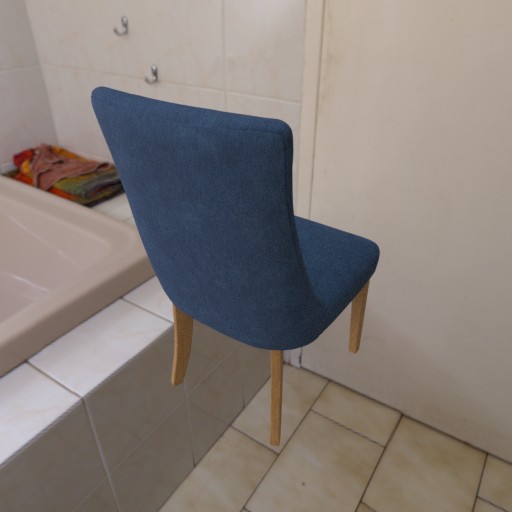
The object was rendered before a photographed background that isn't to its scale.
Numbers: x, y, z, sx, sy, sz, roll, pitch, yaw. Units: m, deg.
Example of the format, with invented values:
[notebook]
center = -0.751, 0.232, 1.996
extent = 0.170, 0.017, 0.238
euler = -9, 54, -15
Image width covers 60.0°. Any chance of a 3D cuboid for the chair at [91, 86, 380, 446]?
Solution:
[chair]
center = 0.000, 0.000, 1.195
extent = 0.495, 0.902, 0.609
euler = 21, 38, 30
